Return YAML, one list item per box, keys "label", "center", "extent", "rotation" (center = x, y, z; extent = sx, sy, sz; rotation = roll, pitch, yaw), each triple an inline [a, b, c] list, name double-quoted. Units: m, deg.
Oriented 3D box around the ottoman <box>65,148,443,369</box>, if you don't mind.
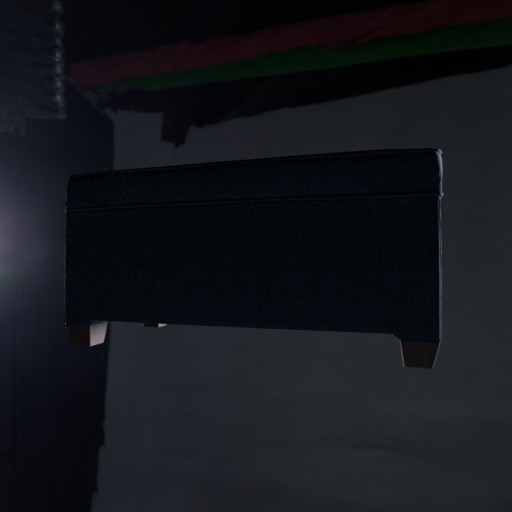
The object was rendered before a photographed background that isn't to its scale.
- label: "ottoman"
  center: [0.000, 0.000, 1.240]
  extent: [0.943, 0.474, 0.474]
  rotation: [0, -1, 17]
